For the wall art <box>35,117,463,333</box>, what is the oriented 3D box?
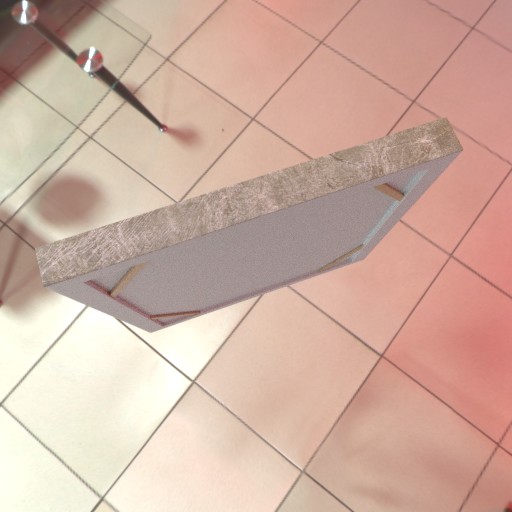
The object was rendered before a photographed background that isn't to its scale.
[{"bbox_3d":[0.000,0.000,0.605,0.405,0.407,0.038,-19,75,-5],"label":"wall art"}]
